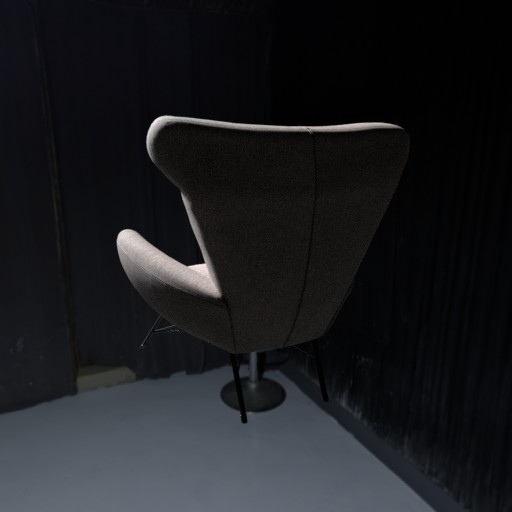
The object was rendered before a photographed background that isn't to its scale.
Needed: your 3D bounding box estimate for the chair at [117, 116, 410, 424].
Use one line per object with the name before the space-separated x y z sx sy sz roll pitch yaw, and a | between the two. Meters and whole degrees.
chair | 0.000 0.000 1.786 0.980 1.040 0.900 -7 16 -24
